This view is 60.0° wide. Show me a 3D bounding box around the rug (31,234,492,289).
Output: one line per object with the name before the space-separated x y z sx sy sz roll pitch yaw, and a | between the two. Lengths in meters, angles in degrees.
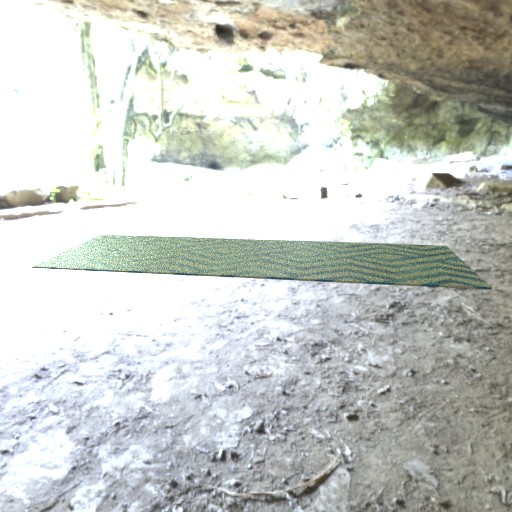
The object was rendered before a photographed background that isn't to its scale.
rug | 0.000 0.000 1.659 1.492 0.007 0.503 2 16 8
